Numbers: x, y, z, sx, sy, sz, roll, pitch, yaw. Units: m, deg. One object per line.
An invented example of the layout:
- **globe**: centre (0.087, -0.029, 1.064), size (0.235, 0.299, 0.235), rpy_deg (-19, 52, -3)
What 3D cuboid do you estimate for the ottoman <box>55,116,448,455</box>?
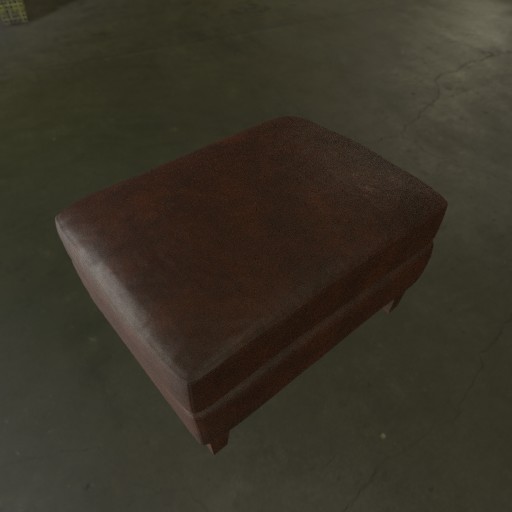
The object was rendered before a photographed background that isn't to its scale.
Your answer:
- **ottoman**: centre (0.000, 0.000, 1.288), size (0.887, 0.527, 0.659), rpy_deg (-31, 53, -27)
